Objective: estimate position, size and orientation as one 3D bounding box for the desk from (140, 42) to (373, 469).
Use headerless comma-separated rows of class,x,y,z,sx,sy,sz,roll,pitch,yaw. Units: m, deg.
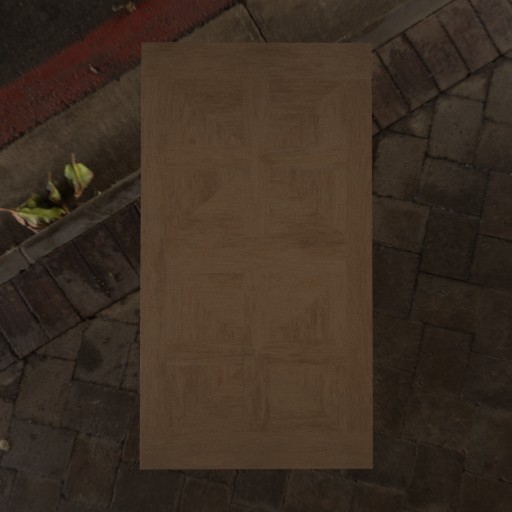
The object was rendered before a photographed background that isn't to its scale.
desk,0.000,0.000,1.938,0.813,0.762,1.499,0,89,0
